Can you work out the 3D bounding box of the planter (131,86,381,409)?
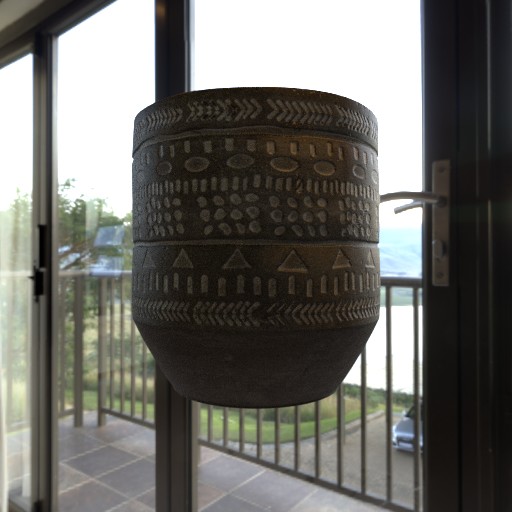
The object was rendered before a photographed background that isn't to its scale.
[{"bbox_3d":[0.000,0.000,0.263,0.142,0.149,0.142,0,0,0],"label":"planter"}]
